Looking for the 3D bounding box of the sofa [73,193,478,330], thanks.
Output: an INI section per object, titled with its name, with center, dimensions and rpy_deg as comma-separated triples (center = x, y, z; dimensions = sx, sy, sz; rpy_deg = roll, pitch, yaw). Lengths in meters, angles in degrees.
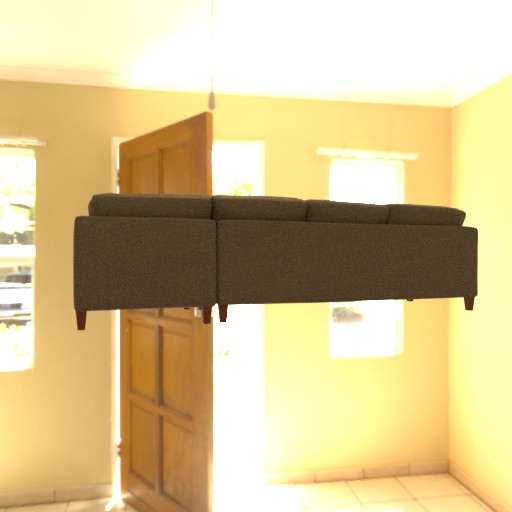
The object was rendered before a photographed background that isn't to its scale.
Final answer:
[sofa]
center = 0.000, 0.000, 4.529
dimensions = 3.302, 0.947, 2.593
rpy_deg = 0, 0, -18
